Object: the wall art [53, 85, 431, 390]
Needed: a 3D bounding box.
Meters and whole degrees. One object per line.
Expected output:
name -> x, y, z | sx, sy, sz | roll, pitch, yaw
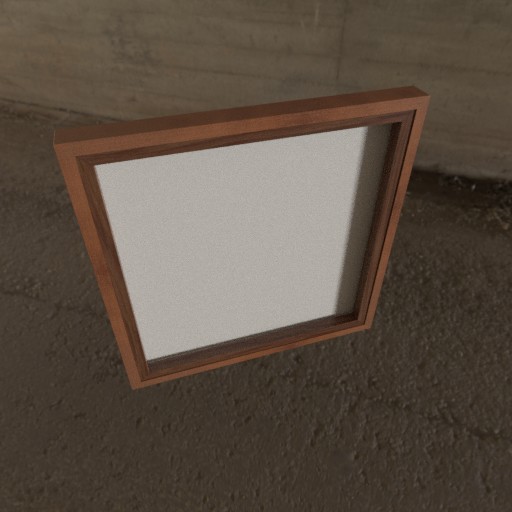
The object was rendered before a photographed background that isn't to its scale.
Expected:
wall art -> 0.000, 0.000, 0.599 | 0.403, 0.403, 0.035 | -12, 42, -13
